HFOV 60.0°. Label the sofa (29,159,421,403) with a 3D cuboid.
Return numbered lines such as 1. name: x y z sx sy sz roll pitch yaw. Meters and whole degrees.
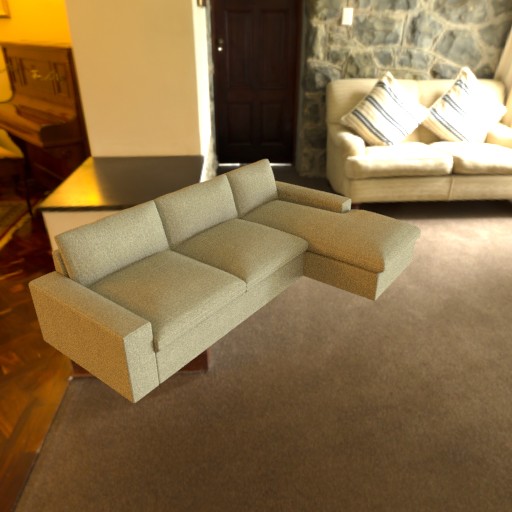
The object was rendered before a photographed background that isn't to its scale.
1. sofa: 0.000 0.000 3.449 1.689 0.813 2.718 19 33 32
